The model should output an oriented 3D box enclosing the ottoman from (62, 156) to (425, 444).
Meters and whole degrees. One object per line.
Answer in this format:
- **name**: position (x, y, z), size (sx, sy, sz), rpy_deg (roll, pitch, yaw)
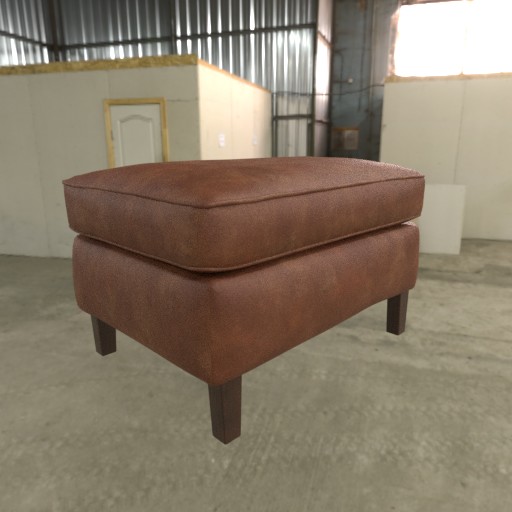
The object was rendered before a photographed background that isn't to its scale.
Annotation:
- **ottoman**: position (0.000, 0.000, 0.985), size (0.665, 0.418, 0.501), rpy_deg (-15, 21, -43)
